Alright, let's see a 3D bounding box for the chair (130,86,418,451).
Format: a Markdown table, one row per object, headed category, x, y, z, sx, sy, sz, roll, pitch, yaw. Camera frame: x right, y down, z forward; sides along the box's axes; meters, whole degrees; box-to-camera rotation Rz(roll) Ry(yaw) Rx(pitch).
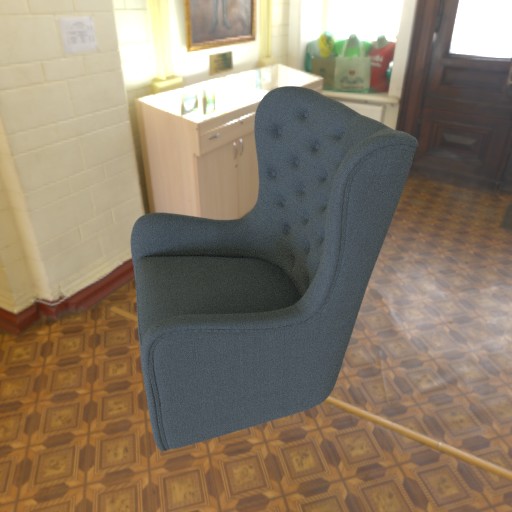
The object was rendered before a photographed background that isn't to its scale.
| category | x | y | z | sx | sy | sz | roll | pitch | yaw |
| --- | --- | --- | --- | --- | --- | --- | --- | --- | --- |
| chair | 0.000 | 0.000 | 1.681 | 0.930 | 1.079 | 0.831 | -8 | 31 | -13 |
